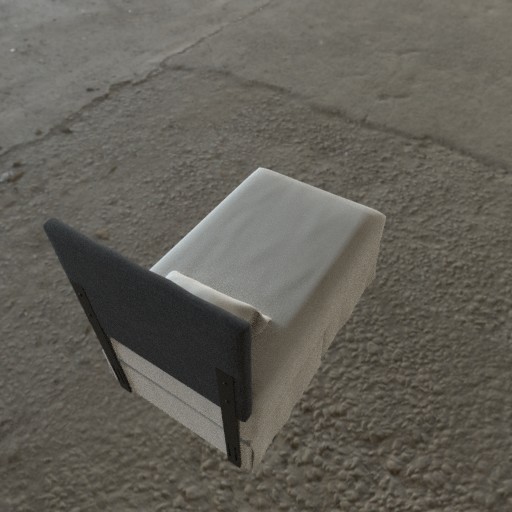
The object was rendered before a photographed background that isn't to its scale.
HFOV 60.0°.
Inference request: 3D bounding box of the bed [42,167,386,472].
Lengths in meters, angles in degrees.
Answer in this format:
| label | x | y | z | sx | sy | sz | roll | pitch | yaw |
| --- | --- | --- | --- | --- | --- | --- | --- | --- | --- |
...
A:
| label | x | y | z | sx | sy | sz | roll | pitch | yaw |
| --- | --- | --- | --- | --- | --- | --- | --- | --- | --- |
| bed | 0.000 | 0.000 | 2.991 | 1.261 | 1.571 | 1.997 | 25 | 52 | 21 |
